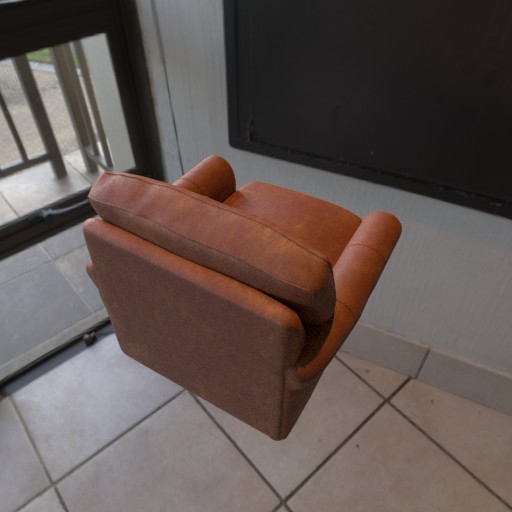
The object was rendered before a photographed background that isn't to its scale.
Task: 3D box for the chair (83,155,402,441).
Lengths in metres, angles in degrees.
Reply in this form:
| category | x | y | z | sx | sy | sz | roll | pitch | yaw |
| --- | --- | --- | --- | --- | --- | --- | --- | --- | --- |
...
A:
| category | x | y | z | sx | sy | sz | roll | pitch | yaw |
| --- | --- | --- | --- | --- | --- | --- | --- | --- | --- |
| chair | 0.000 | 0.000 | 1.811 | 0.983 | 0.962 | 0.986 | 23 | 49 | 21 |
